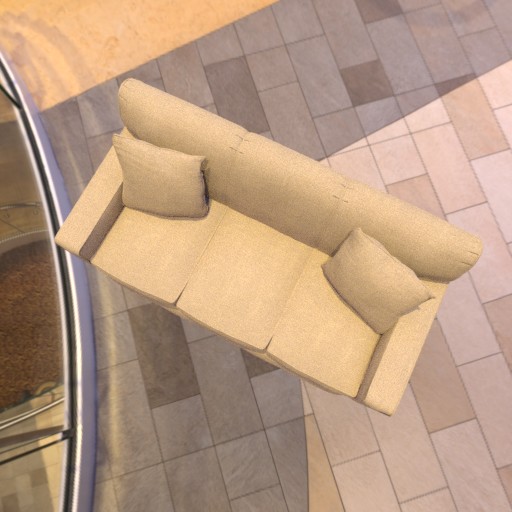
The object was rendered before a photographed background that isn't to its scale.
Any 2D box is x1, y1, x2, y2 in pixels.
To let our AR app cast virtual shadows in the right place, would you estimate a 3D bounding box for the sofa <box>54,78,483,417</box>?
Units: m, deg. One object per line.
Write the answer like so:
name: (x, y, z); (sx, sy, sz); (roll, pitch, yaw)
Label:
sofa: (0.000, 0.000, 2.548); (2.024, 0.958, 0.997); (26, 78, 6)
